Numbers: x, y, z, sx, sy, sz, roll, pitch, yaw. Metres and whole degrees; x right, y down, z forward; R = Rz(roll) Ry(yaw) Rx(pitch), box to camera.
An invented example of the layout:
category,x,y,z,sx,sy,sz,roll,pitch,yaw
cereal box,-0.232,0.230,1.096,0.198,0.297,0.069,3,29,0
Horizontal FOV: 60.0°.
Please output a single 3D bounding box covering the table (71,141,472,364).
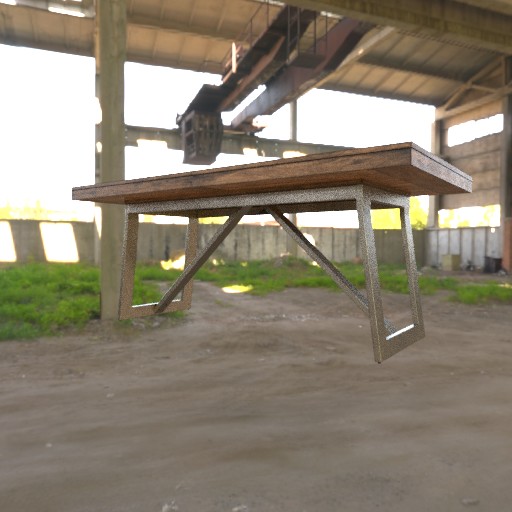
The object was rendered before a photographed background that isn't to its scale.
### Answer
category,x,y,z,sx,sy,sz,roll,pitch,yaw
table,0.000,0.000,2.297,1.867,0.757,0.931,1,2,36
